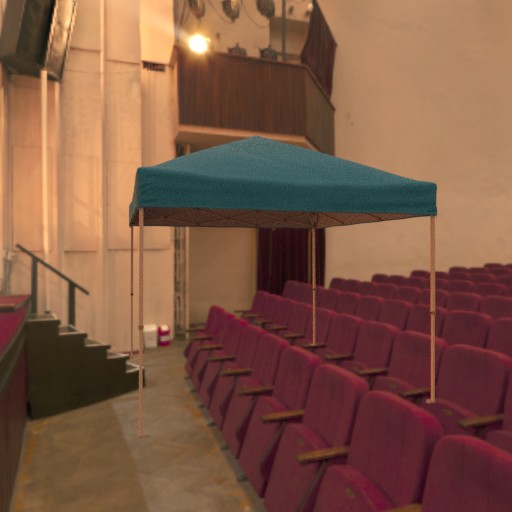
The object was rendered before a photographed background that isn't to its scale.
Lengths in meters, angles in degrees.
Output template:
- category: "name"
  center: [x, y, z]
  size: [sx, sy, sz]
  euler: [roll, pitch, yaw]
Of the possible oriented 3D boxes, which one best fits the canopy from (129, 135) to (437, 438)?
- category: "canopy"
  center: [0.000, 0.000, 5.528]
  size: [2.996, 2.997, 2.998]
  euler: [0, 1, -17]
